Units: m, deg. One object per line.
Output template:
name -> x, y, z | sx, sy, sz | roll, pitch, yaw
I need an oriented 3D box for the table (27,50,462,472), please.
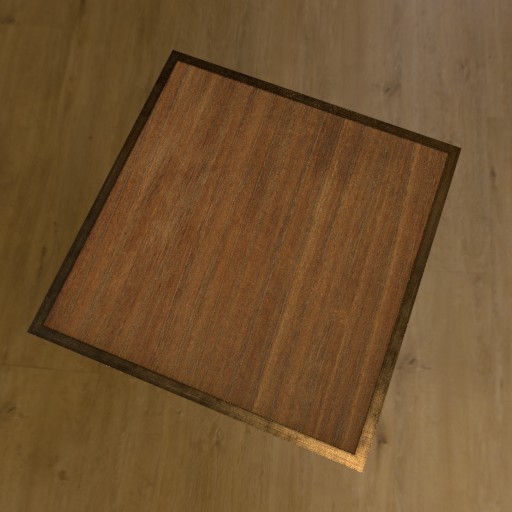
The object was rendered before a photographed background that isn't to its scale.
table -> 0.000, 0.000, 1.412 | 0.899, 0.451, 0.909 | 21, 77, 5
